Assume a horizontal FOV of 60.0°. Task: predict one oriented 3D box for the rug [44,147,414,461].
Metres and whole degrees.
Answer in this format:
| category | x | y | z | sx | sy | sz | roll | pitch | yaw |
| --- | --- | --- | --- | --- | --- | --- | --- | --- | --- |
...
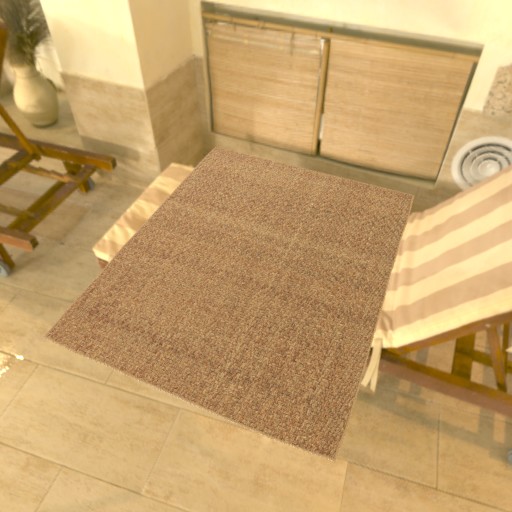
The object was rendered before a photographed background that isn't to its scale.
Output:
| category | x | y | z | sx | sy | sz | roll | pitch | yaw |
| --- | --- | --- | --- | --- | --- | --- | --- | --- | --- |
| rug | 0.000 | 0.000 | 4.142 | 2.439 | 0.013 | 3.048 | 17 | 48 | 16 |
